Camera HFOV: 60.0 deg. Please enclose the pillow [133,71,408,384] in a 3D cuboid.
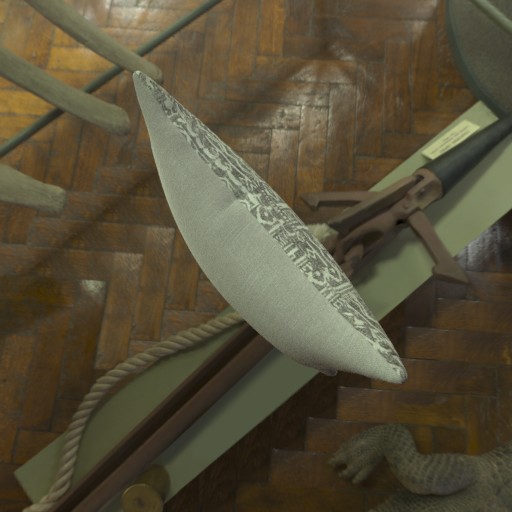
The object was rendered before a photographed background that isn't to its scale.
[{"bbox_3d":[0.000,0.000,0.792,0.180,0.487,0.546,-39,79,-9],"label":"pillow"}]
